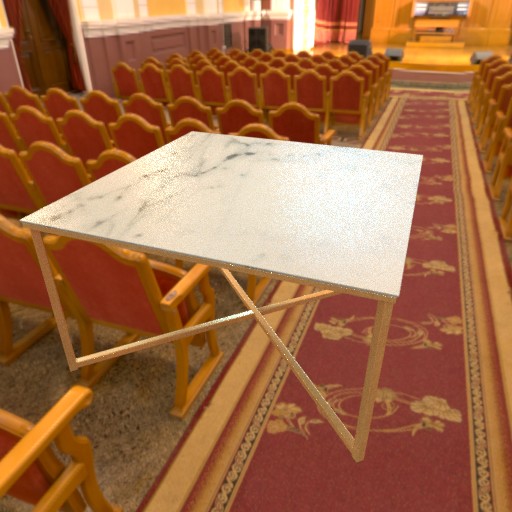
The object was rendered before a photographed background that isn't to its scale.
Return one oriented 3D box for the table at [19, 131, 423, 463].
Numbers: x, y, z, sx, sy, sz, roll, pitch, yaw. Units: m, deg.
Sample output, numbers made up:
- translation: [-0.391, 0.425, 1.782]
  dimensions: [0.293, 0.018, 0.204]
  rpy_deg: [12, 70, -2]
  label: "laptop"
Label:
- translation: [0.000, 0.000, 1.278]
  dimensions: [0.800, 0.450, 0.800]
  rpy_deg: [11, 32, 18]
  label: "table"
